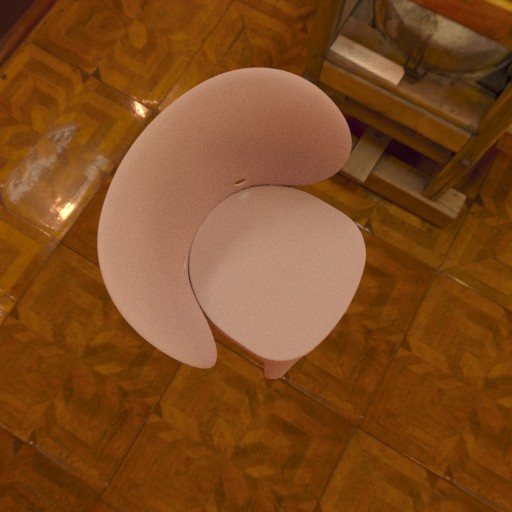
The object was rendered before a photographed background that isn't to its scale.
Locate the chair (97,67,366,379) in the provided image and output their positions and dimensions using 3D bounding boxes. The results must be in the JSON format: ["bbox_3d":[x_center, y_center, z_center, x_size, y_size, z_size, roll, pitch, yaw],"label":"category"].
[{"bbox_3d":[0.000,0.000,0.868,0.402,0.554,0.451,32,79,7],"label":"chair"}]
